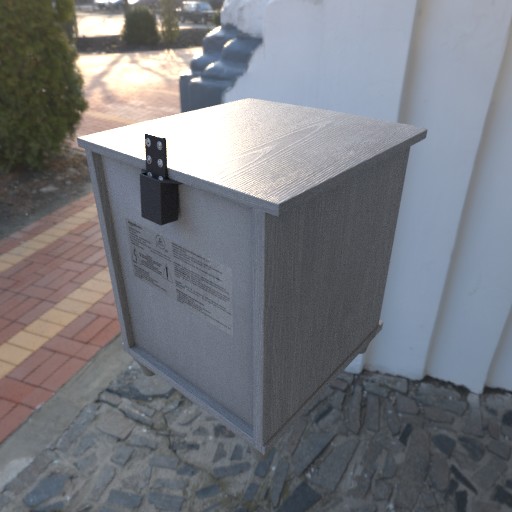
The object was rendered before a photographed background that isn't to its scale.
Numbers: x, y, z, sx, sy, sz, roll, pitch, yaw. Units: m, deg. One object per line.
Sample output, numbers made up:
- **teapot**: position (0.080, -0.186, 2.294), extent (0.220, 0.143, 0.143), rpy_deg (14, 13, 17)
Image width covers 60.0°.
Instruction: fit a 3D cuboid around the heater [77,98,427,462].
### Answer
- **heater**: position (0.000, 0.000, 0.747), extent (0.362, 0.481, 0.400), rpy_deg (23, 38, 34)
